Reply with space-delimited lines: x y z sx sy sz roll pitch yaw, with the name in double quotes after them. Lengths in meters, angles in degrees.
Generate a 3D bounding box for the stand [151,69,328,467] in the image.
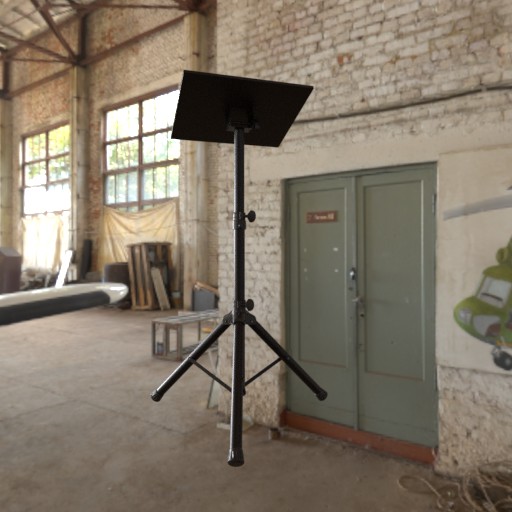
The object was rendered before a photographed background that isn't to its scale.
0.000 0.000 1.615 0.702 1.198 0.702 0 0 -18 "stand"
